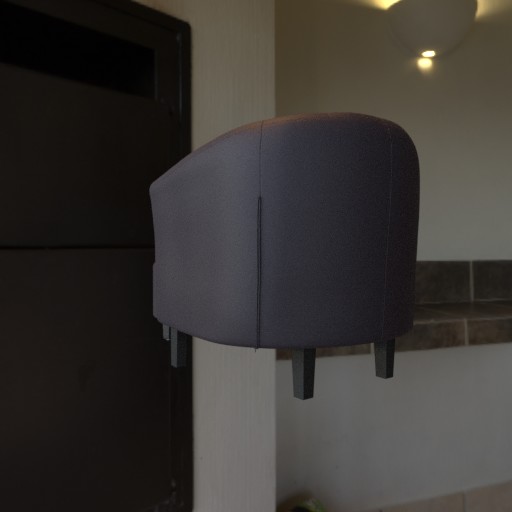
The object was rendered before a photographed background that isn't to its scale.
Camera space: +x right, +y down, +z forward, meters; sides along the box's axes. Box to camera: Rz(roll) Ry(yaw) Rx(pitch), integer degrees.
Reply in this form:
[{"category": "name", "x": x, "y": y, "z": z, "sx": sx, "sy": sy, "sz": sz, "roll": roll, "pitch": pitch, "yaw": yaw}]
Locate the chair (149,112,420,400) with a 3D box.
[{"category": "chair", "x": 0.000, "y": 0.000, "z": 1.645, "sx": 0.763, "sy": 0.760, "sz": 1.191, "roll": 0, "pitch": 0, "yaw": -36}]
